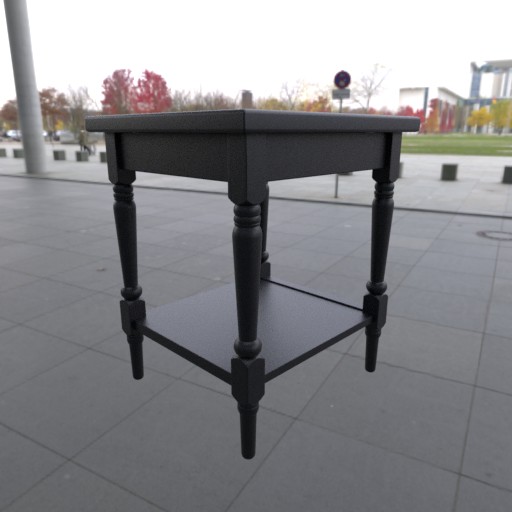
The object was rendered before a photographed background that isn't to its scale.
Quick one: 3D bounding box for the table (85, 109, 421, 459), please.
[{"bbox_3d":[0.000,0.000,0.941,0.442,0.565,0.488,15,22,43],"label":"table"}]
